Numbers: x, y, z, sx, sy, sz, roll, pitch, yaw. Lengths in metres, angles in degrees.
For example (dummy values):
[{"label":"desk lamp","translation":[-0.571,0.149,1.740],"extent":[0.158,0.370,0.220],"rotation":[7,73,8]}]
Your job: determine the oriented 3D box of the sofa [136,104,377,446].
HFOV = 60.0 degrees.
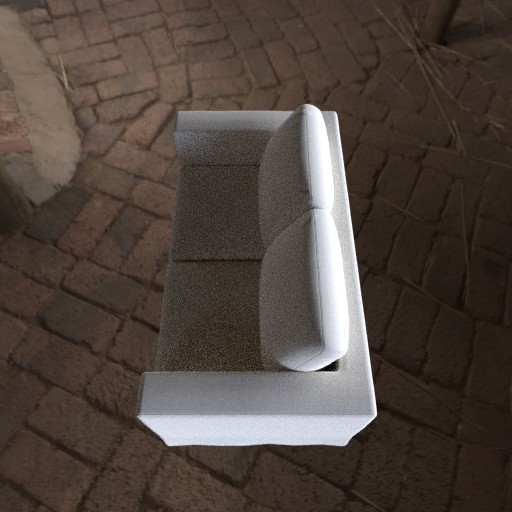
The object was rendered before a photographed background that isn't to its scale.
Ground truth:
[{"label":"sofa","translation":[0.000,0.000,2.433],"extent":[1.009,0.932,1.813],"rotation":[0,59,0]}]
